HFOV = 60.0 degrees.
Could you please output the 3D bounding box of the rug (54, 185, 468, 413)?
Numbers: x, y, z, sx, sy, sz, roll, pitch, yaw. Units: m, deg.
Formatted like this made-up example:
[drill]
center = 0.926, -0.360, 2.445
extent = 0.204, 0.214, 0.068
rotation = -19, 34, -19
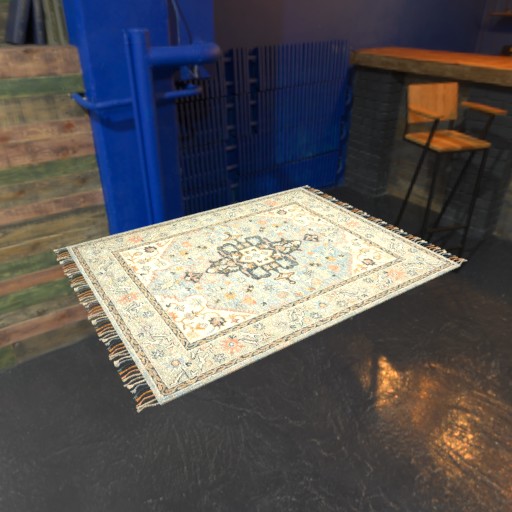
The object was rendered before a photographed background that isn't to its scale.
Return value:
[rug]
center = 0.000, 0.000, 2.279
extent = 1.730, 0.009, 1.278
rotation = -18, 35, -29
